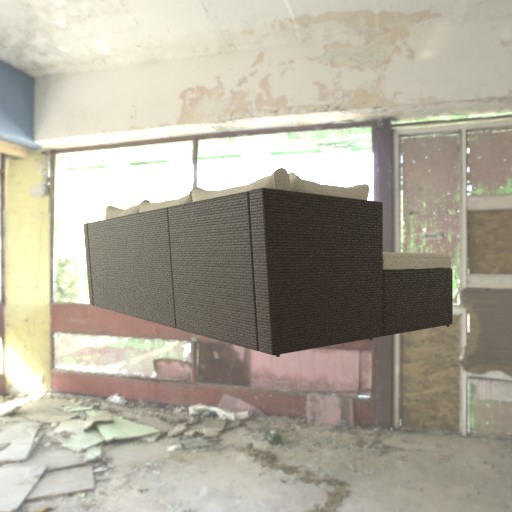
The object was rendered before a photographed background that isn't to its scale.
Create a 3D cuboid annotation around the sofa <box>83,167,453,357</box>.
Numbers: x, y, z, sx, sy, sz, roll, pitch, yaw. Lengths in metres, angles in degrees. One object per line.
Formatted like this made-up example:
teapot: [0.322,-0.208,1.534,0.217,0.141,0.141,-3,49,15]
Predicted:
sofa: [0.000,0.000,2.957,1.612,0.766,2.192,0,0,-37]
